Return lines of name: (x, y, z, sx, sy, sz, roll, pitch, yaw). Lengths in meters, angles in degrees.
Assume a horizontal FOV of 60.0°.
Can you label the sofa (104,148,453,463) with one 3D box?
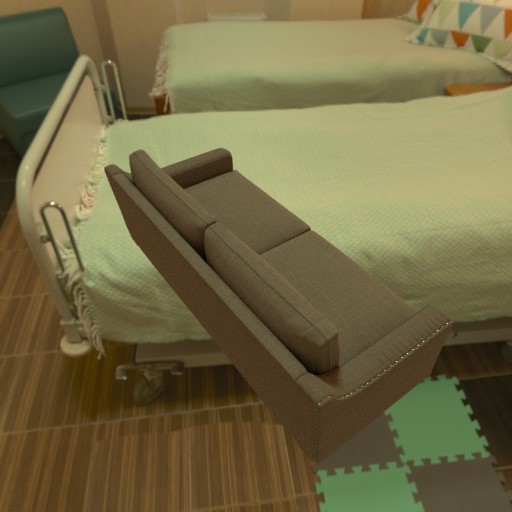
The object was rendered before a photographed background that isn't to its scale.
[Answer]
sofa: (0.000, 0.000, 2.796, 1.000, 0.857, 2.208, -26, 49, -26)
